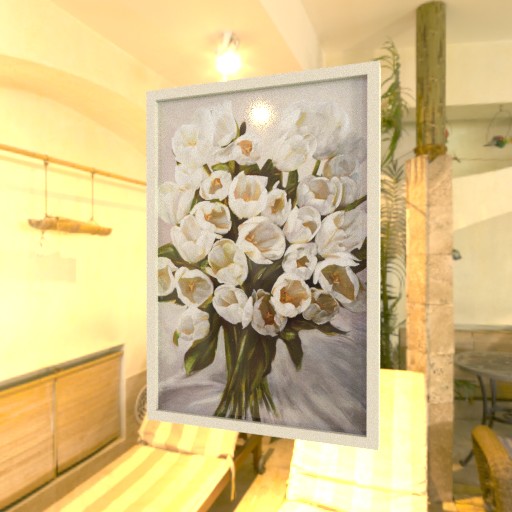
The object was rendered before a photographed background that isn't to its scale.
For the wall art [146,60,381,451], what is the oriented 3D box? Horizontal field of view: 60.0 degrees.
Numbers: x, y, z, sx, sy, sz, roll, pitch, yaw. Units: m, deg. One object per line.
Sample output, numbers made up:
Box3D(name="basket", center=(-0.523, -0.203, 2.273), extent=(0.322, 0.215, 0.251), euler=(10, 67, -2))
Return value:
Box3D(name="wall art", center=(0.000, 0.000, 0.544), extent=(0.293, 0.428, 0.025), euler=(0, 0, 18))
